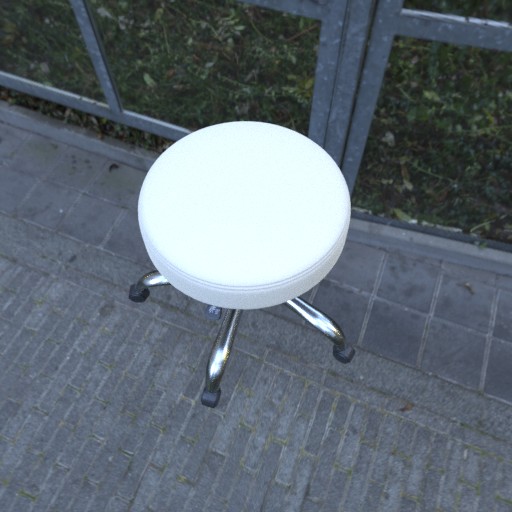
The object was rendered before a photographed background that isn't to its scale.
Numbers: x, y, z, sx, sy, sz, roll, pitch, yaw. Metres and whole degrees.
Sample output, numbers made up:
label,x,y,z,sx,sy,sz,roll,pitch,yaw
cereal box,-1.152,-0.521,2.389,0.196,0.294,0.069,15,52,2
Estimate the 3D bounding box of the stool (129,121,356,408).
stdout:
label,x,y,z,sx,sy,sz,roll,pitch,yaw
stool,0.000,0.000,1.057,0.614,0.482,0.634,31,64,18
